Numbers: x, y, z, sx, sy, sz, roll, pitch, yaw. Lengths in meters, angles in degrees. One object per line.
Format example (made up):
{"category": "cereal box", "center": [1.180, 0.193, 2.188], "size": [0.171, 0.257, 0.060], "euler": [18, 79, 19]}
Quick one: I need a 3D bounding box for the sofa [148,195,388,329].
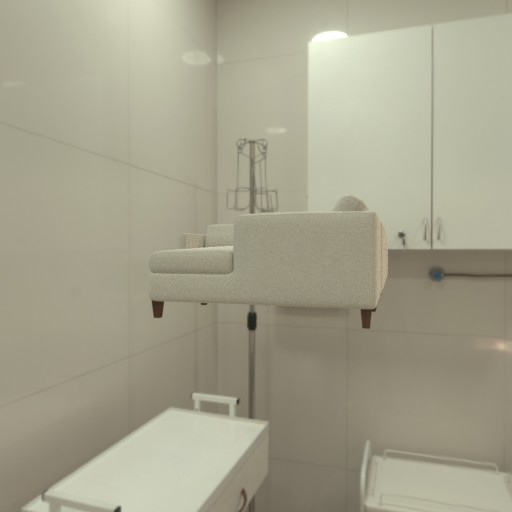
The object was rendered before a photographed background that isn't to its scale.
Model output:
{"category": "sofa", "center": [0.000, 0.000, 4.551], "size": [2.551, 0.853, 3.238], "euler": [0, 1, 17]}
